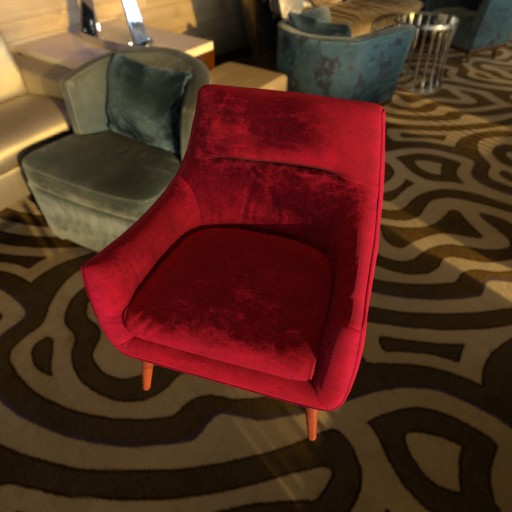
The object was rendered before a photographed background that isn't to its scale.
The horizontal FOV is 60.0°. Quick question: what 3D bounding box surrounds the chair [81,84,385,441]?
[{"bbox_3d":[0.000,0.000,1.449,0.762,0.838,0.787,12,42,14],"label":"chair"}]
